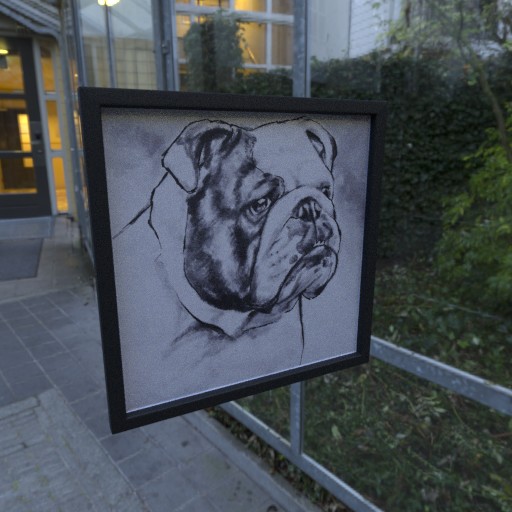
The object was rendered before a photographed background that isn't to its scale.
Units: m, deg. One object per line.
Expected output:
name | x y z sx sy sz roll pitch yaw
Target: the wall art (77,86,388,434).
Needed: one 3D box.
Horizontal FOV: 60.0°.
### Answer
wall art | 0.000 0.000 0.663 0.456 0.453 0.022 -7 16 -26
